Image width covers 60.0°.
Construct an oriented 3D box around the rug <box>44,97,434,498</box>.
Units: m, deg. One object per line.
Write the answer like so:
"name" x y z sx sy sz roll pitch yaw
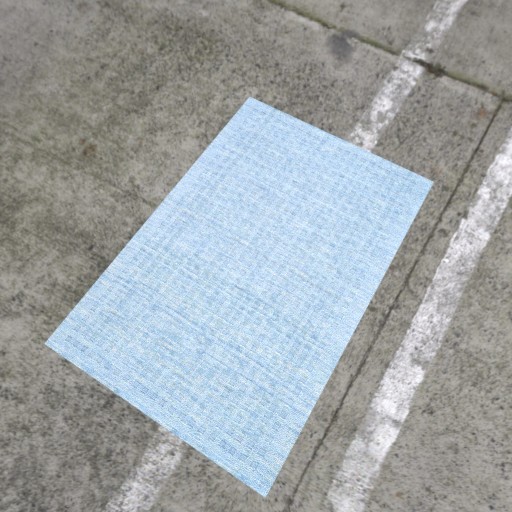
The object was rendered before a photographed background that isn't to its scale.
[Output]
"rug" 0.000 0.000 2.861 1.522 0.006 2.286 29 68 13
